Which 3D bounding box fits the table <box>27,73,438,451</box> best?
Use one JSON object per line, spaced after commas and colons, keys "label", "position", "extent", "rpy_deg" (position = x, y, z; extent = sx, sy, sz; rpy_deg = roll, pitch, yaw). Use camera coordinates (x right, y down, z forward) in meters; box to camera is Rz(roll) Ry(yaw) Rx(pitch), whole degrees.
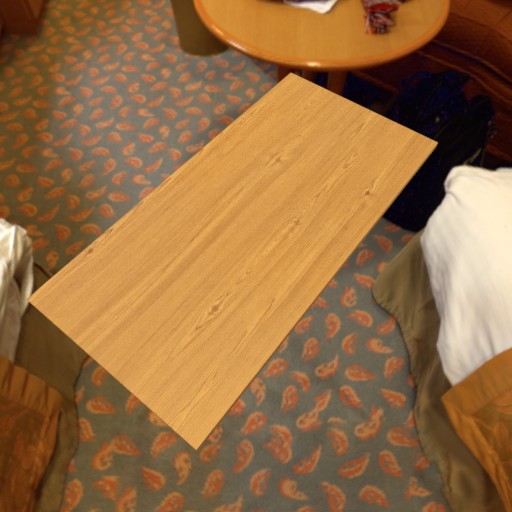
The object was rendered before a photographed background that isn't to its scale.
{"label": "table", "position": [0.000, 0.000, 2.298], "extent": [0.901, 0.750, 1.797], "rpy_deg": [33, 64, 19]}
